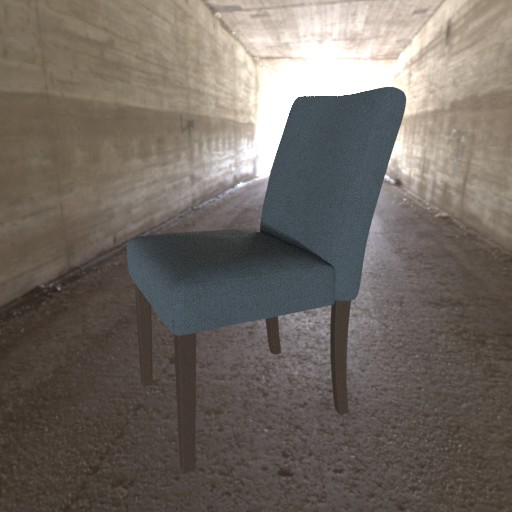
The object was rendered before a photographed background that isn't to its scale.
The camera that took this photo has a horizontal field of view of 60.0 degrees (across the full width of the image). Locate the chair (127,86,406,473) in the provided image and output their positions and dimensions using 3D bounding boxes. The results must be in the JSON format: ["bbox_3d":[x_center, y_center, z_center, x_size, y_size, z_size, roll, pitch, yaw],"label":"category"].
[{"bbox_3d":[0.000,0.000,1.240,0.629,0.882,0.487,-8,18,-26],"label":"chair"}]
